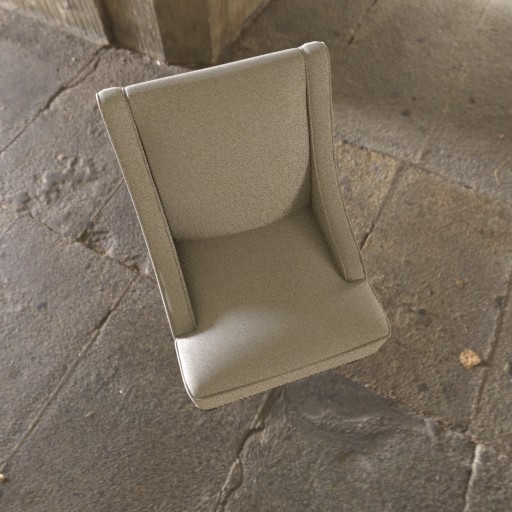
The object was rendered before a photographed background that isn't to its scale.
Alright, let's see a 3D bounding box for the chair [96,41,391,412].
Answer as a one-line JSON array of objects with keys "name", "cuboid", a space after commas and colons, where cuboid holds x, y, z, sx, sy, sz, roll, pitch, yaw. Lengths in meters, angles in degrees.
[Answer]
[{"name": "chair", "cuboid": [0.000, 0.000, 1.390, 0.628, 0.872, 0.748, -16, 65, -8]}]
